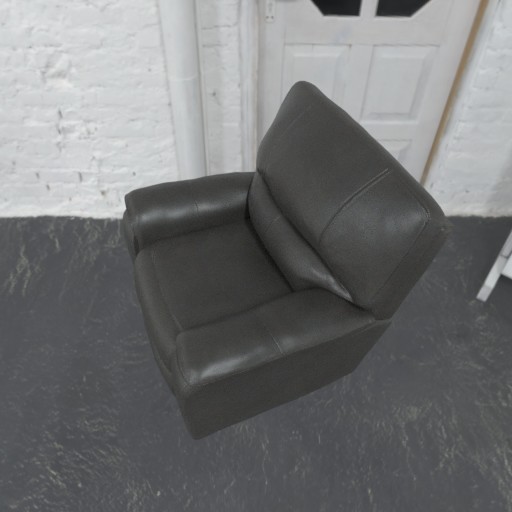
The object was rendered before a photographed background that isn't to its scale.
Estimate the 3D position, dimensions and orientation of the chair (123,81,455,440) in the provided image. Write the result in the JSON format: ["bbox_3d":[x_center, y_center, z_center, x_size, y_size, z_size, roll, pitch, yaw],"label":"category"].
[{"bbox_3d":[0.000,0.000,1.966,1.087,1.109,1.096,-17,49,-16],"label":"chair"}]
